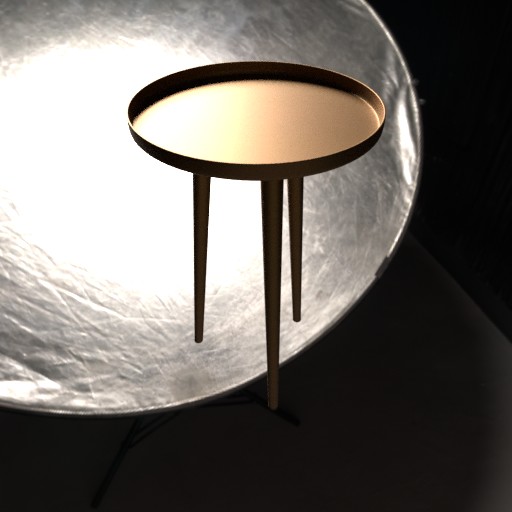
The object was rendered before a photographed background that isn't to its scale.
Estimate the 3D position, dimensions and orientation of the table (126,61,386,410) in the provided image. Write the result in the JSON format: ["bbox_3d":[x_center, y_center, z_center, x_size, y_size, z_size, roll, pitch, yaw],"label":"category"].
[{"bbox_3d":[0.000,0.000,0.677,0.299,0.480,0.299,-12,42,-13],"label":"table"}]
